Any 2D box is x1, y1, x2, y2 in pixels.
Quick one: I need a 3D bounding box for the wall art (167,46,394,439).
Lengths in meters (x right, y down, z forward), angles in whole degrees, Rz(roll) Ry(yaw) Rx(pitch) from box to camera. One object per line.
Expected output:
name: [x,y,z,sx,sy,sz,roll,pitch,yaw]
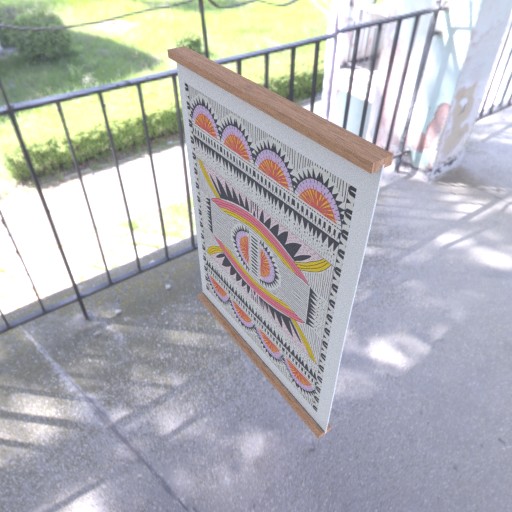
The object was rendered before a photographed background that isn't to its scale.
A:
wall art: [0.000,0.000,0.703,0.028,0.527,0.403,-26,48,-26]
